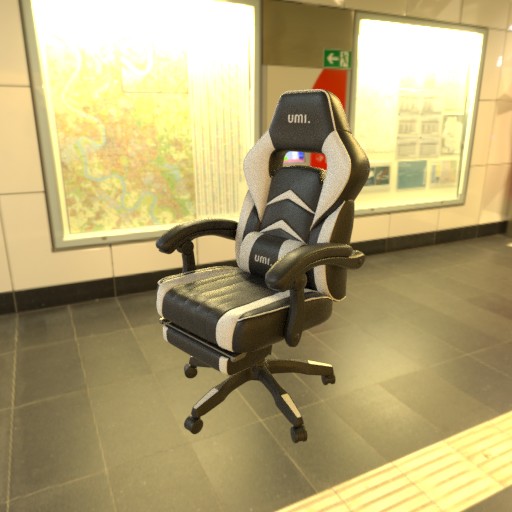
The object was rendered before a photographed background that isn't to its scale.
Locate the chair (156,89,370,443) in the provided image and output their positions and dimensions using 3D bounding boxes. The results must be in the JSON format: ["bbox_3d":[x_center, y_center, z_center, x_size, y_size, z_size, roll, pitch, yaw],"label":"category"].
[{"bbox_3d":[0.000,0.000,1.670,0.676,1.200,0.700,16,23,42],"label":"chair"}]
